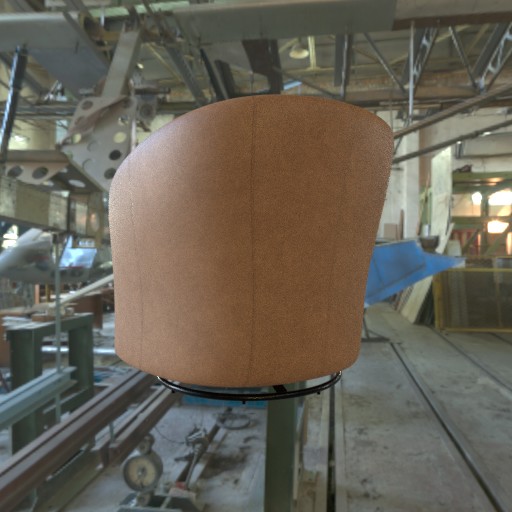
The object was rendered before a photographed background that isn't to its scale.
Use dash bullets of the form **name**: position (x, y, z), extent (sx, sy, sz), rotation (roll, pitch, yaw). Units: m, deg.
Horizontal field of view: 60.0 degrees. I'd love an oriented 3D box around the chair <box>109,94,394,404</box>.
- **chair**: position (0.000, 0.000, 1.417), extent (0.791, 0.771, 0.815), rotation (0, 0, -36)
